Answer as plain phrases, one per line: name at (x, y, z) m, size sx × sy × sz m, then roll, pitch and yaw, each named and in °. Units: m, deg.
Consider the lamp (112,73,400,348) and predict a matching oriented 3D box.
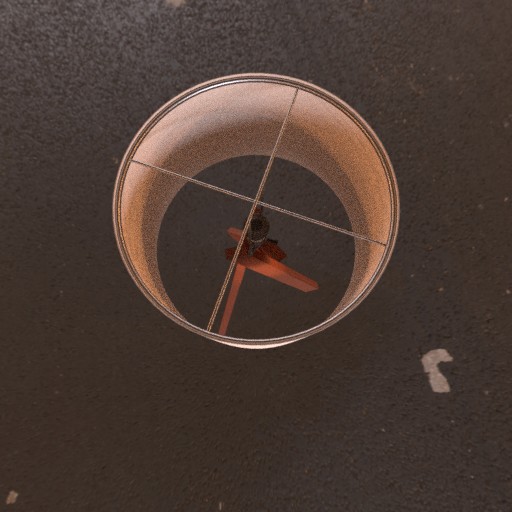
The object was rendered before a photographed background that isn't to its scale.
lamp at (0.000, 0.000, 0.921) m, size 0.380 × 0.686 × 0.380 m, roll 19°, pitch 78°, yaw 4°
